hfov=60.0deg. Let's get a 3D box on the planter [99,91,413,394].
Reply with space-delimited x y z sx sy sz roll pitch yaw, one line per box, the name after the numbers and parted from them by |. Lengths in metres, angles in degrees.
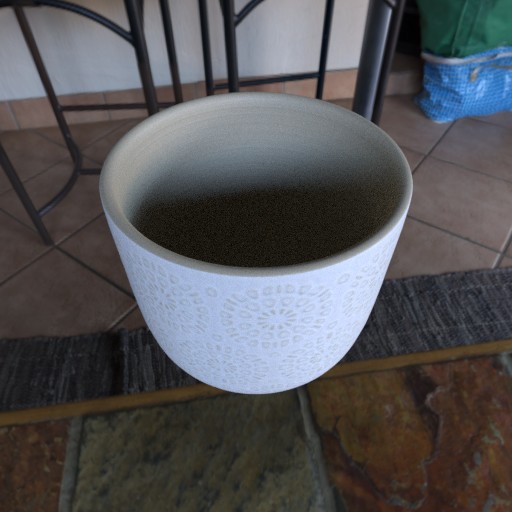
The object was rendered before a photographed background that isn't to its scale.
0.000 0.000 0.301 0.170 0.152 0.170 0 46 0 | planter
